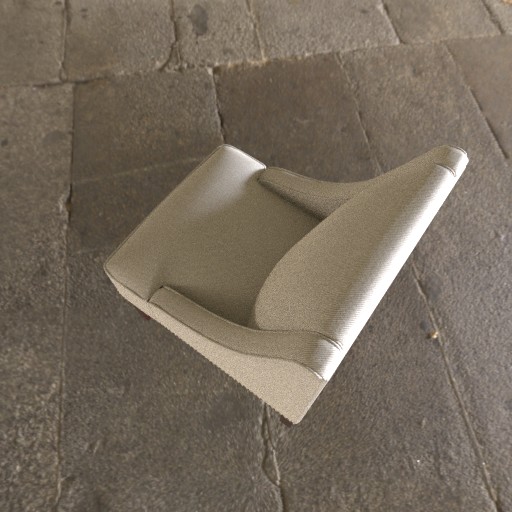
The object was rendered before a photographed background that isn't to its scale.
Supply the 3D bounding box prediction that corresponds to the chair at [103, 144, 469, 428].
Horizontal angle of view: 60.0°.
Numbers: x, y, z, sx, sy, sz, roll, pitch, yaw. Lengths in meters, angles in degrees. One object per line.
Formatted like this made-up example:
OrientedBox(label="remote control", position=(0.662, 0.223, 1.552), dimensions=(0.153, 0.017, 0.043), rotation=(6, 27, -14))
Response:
OrientedBox(label="chair", position=(0.000, 0.000, 1.350), dimensions=(0.748, 0.872, 0.628), rotation=(33, 67, 16))
